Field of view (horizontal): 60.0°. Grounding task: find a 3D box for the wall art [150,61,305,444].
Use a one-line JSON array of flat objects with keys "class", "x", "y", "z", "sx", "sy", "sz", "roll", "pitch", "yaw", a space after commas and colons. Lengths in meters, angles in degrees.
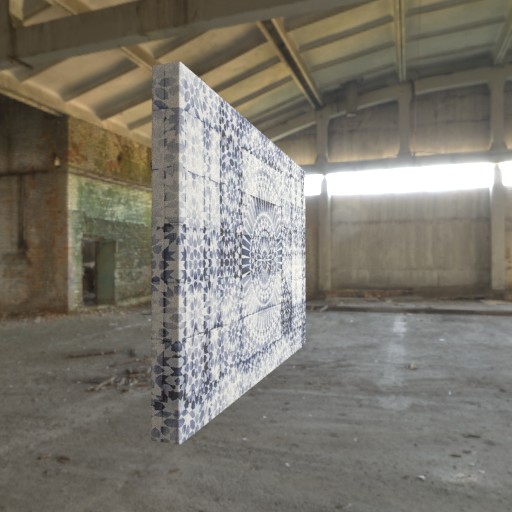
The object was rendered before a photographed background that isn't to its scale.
[{"class": "wall art", "x": 0.000, "y": 0.000, "z": 1.138, "sx": 0.057, "sy": 0.608, "sz": 0.911, "roll": 0, "pitch": -1, "yaw": 19}]
